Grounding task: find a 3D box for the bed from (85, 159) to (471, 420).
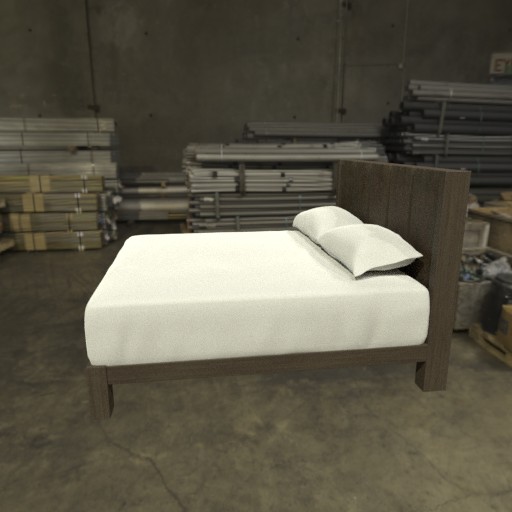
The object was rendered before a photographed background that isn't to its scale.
[{"bbox_3d":[0.000,0.000,3.119,1.992,1.261,1.735,-2,14,-8],"label":"bed"}]
